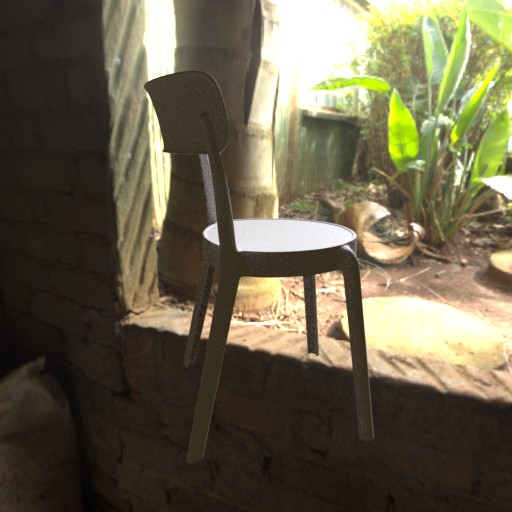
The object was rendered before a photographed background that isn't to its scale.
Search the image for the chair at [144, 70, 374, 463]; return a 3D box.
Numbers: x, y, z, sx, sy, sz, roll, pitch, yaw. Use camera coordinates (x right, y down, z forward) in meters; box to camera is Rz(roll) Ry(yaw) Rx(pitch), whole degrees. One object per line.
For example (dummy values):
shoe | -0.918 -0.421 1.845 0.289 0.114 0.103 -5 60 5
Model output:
chair | 0.000 0.000 1.102 0.491 0.790 0.506 -3 15 -10
